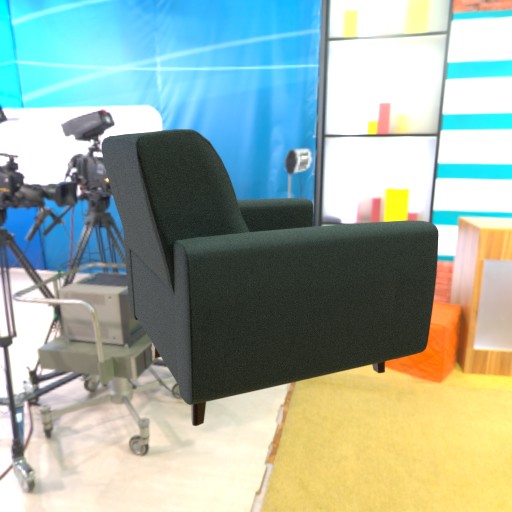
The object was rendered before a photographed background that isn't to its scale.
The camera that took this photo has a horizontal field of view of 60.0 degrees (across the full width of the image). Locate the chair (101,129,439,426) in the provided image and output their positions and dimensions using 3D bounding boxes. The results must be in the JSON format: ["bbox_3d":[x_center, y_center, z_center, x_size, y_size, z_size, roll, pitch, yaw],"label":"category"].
[{"bbox_3d":[0.000,0.000,1.555,0.909,0.841,0.831,-7,15,-25],"label":"chair"}]
